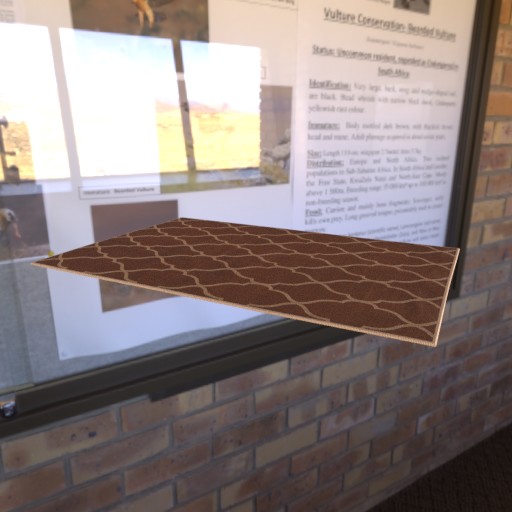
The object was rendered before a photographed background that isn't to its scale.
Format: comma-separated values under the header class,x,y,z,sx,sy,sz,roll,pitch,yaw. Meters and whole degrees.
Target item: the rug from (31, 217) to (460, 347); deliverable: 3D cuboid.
class,x,y,z,sx,sy,sz,roll,pitch,yaw
rug,0.000,0.000,2.816,2.290,0.014,1.526,8,19,26
